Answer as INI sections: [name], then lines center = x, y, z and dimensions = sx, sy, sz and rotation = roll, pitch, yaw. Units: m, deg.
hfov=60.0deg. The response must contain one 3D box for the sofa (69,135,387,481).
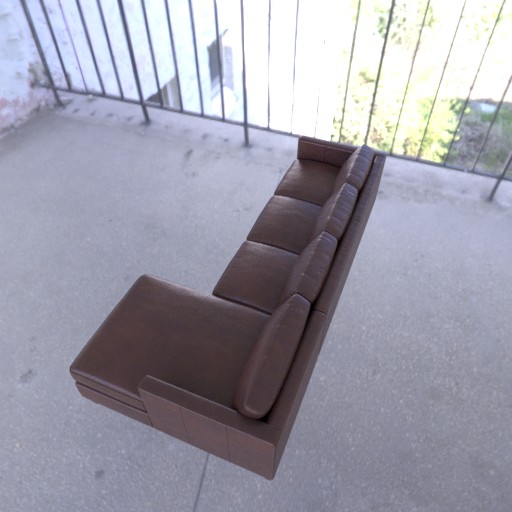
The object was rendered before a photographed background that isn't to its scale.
[sofa]
center = 0.000, 0.000, 3.949
dimensions = 1.581, 0.883, 3.203
rotation = 17, 49, 15
